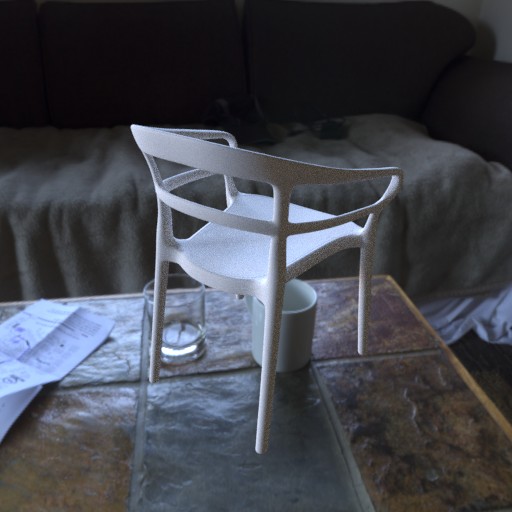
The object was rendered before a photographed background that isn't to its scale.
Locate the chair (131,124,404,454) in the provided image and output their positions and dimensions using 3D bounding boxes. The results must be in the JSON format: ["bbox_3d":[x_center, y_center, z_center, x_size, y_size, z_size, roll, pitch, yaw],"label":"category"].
[{"bbox_3d":[0.000,0.000,1.176,0.559,0.761,0.527,21,36,31],"label":"chair"}]
